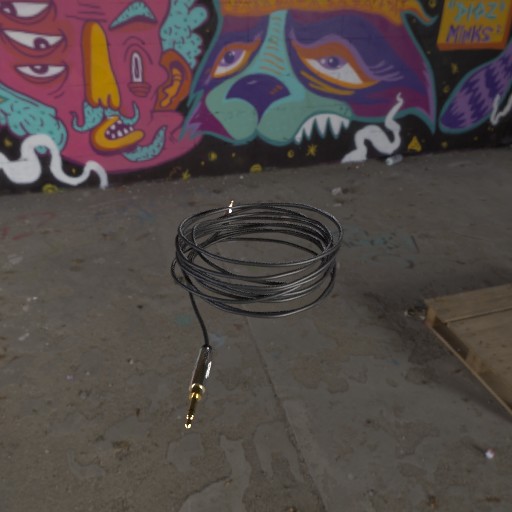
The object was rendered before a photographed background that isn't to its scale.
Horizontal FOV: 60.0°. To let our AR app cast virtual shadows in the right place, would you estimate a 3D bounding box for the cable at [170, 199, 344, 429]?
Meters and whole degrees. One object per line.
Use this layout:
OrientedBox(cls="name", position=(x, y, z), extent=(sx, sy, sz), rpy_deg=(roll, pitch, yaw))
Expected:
OrientedBox(cls="cable", position=(0.000, 0.000, 0.507), extent=(0.198, 0.069, 0.432), rpy_deg=(2, 31, 4))
